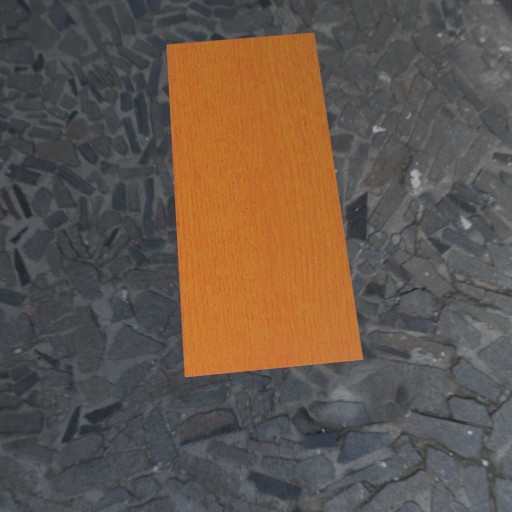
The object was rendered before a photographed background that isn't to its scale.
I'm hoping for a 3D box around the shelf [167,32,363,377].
[{"bbox_3d":[0.000,0.000,1.350,0.305,1.067,0.660,-5,76,-1],"label":"shelf"}]
